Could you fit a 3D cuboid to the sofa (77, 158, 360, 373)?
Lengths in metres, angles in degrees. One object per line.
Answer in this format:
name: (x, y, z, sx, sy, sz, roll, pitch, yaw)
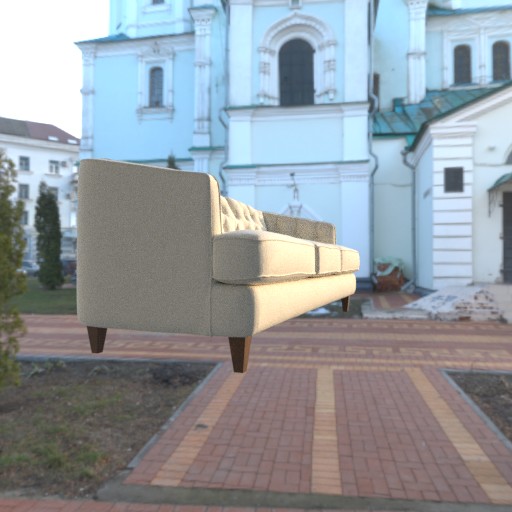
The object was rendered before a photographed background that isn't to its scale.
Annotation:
sofa: (0.000, 0.000, 2.685, 0.941, 0.855, 2.278, 0, -1, 21)
